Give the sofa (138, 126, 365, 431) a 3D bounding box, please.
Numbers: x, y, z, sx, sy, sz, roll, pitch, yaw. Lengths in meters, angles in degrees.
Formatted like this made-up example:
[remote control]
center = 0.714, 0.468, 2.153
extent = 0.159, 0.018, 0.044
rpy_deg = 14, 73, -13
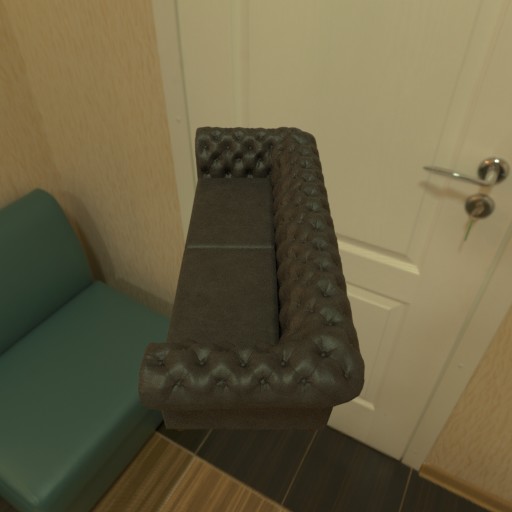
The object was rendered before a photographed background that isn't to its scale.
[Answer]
[sofa]
center = 0.000, 0.000, 2.840
extent = 0.944, 0.783, 2.385
rpy_deg = 0, 41, 0
